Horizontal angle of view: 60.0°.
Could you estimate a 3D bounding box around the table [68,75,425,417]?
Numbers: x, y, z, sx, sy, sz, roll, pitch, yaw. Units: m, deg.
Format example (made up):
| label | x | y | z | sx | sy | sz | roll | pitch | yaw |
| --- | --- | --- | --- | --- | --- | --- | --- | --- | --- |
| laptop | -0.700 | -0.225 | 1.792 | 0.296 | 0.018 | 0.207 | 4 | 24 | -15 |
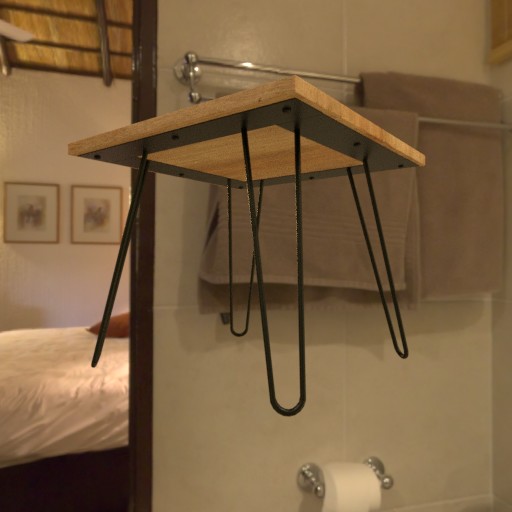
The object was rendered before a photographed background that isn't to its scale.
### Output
| label | x | y | z | sx | sy | sz | roll | pitch | yaw |
| --- | --- | --- | --- | --- | --- | --- | --- | --- | --- |
| table | 0.000 | 0.000 | 1.039 | 0.599 | 0.500 | 0.599 | -1 | -1 | 37 |
